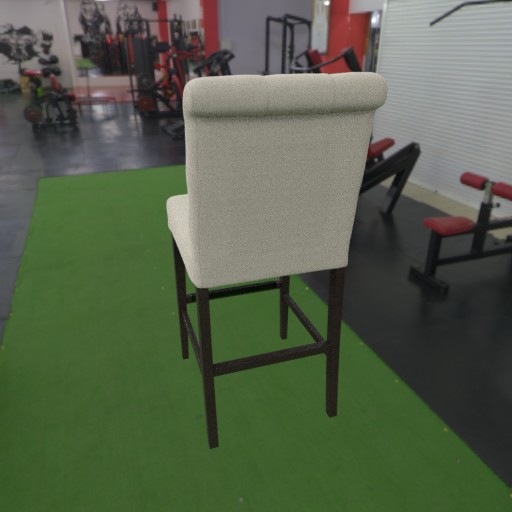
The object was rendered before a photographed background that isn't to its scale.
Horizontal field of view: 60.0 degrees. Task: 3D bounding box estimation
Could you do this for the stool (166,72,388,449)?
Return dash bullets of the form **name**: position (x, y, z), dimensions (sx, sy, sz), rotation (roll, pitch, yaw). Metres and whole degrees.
- **stool**: position (0.000, 0.000, 1.434), dimensions (0.482, 1.118, 0.610), rotation (-8, 26, -16)
